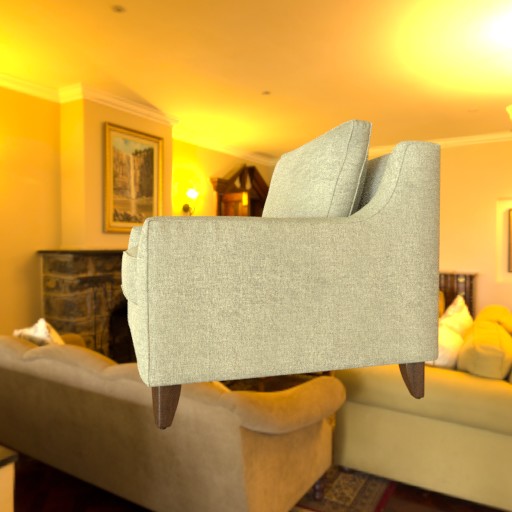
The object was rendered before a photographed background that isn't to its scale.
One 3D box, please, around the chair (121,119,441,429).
[{"bbox_3d":[0.000,0.000,1.583,0.918,0.864,0.838,0,2,-18],"label":"chair"}]
